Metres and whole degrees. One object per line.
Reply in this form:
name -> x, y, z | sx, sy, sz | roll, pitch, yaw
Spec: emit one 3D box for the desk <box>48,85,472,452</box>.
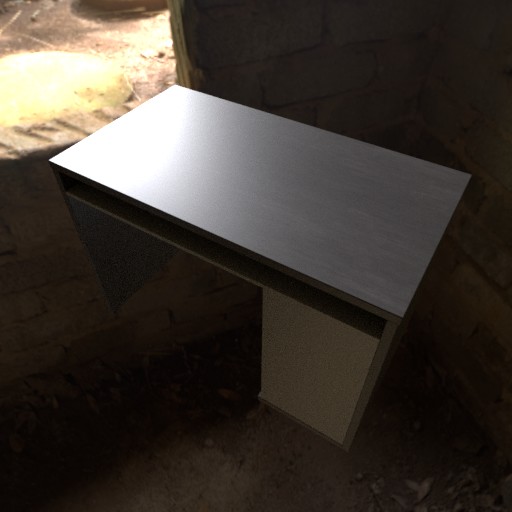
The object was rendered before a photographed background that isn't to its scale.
desk -> 0.000, 0.000, 1.576 | 1.100, 0.750, 0.600 | 24, 51, 22
